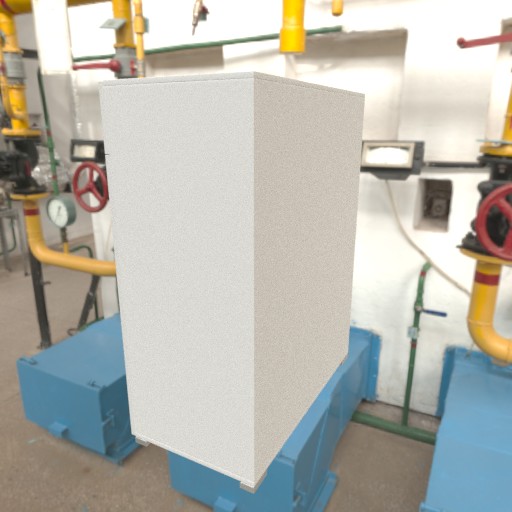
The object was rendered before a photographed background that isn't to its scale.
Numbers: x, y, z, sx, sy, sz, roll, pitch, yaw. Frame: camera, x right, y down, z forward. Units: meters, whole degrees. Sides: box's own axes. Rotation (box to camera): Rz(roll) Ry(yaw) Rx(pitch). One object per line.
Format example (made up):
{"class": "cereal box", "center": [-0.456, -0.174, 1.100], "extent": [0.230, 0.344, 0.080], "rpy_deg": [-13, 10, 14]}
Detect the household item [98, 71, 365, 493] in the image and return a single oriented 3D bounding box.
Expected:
{"class": "household item", "center": [0.000, 0.000, 1.424], "extent": [0.420, 1.010, 0.790], "rpy_deg": [9, 19, 27]}
